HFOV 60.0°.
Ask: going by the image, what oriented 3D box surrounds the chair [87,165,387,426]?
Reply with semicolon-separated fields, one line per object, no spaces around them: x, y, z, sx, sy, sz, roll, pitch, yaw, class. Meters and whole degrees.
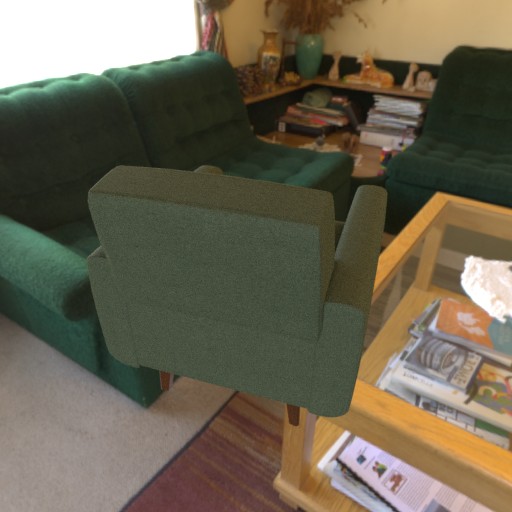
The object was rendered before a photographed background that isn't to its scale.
0.000;0.000;1.571;0.831;0.841;0.909;10;33;15;chair
